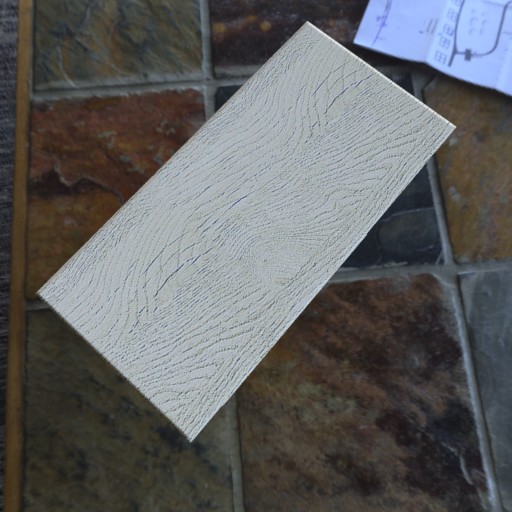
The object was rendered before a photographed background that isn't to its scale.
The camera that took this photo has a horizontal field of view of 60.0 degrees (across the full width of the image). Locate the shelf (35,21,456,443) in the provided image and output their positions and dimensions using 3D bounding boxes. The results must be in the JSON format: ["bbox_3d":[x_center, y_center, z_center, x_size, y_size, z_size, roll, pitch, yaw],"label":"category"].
[{"bbox_3d":[0.000,0.000,1.238,0.390,0.786,0.790,40,79,9],"label":"shelf"}]
